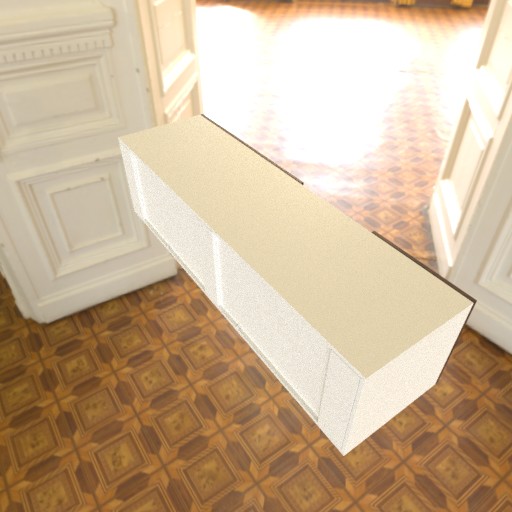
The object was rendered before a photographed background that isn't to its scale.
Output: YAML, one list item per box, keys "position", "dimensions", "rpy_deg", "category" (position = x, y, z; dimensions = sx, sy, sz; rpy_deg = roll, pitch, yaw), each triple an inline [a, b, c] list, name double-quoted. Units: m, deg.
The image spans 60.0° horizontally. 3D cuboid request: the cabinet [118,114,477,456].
- position: [0.000, 0.000, 1.761]
  dimensions: [0.431, 0.533, 1.499]
  rpy_deg: [-25, 47, -26]
  category: "cabinet"
